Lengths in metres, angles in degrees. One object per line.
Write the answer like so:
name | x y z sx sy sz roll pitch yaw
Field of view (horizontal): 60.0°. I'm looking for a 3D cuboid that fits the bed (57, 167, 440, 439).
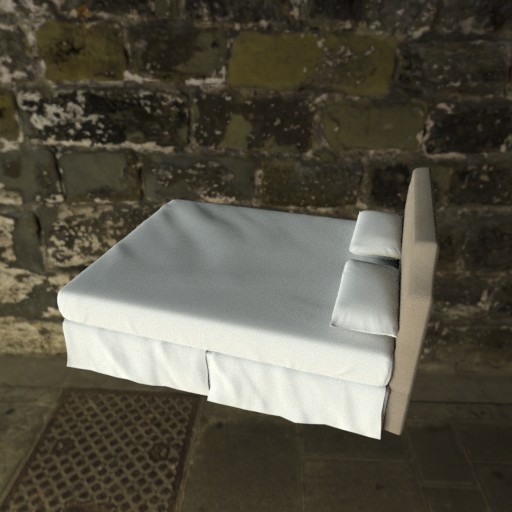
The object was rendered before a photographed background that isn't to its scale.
bed | 0.000 0.000 3.570 2.498 1.293 1.977 9 30 15
